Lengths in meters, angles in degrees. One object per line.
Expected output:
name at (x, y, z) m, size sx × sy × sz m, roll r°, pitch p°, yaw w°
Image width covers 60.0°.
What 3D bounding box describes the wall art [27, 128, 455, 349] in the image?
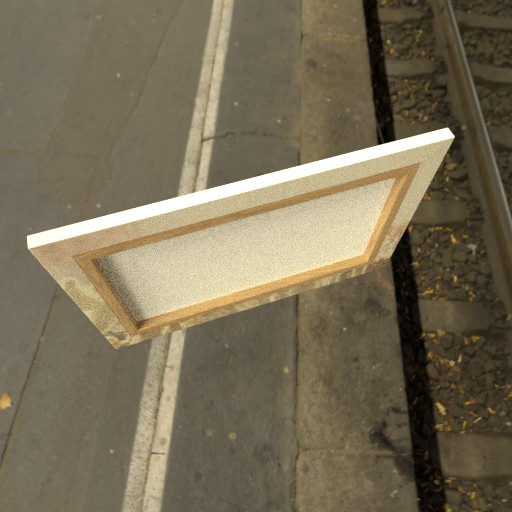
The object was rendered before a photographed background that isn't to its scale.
wall art at (0.000, 0.000, 1.469) m, size 1.142 × 0.758 × 0.041 m, roll -16°, pitch 62°, yaw -9°
